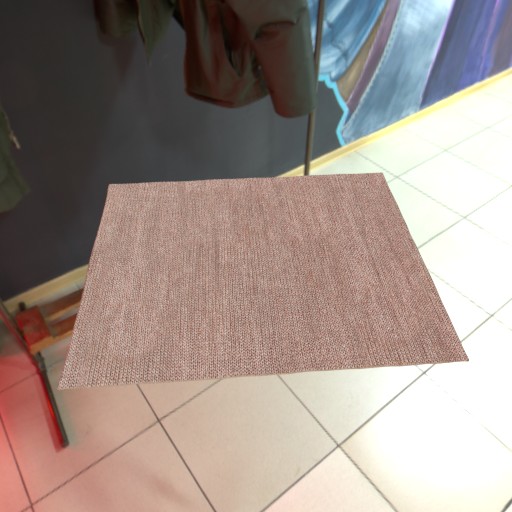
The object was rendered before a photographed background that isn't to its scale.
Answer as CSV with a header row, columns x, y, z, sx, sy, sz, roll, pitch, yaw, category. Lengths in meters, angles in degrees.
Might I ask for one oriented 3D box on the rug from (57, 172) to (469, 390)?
x,y,z,sx,sy,sz,roll,pitch,yaw,category
0.000,0.000,4.090,3.052,0.030,2.429,-3,46,-3,rug
